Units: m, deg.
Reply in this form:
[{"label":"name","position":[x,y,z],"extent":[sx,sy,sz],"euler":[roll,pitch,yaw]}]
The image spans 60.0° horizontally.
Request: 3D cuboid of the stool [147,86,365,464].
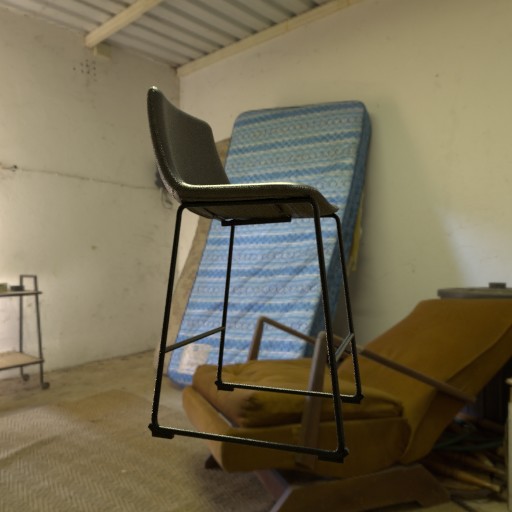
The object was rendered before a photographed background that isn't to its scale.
[{"label":"stool","position":[0.000,0.000,1.211],"extent":[0.546,0.876,0.470],"euler":[0,0,18]}]
